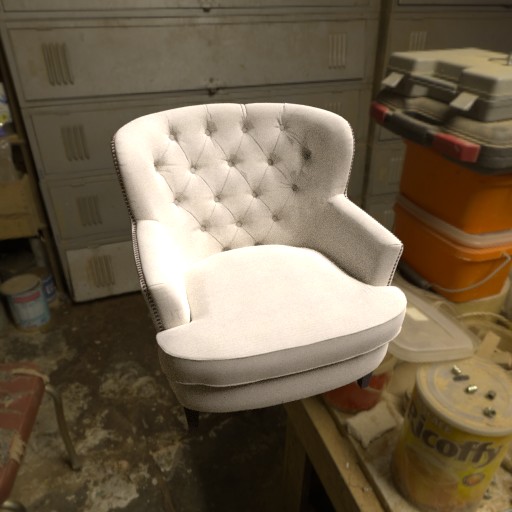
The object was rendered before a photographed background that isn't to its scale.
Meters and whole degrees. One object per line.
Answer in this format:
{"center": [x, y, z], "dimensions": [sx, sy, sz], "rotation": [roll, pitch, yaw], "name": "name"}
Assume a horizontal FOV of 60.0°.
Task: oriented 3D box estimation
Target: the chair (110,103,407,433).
{"center": [0.000, 0.000, 1.549], "dimensions": [0.848, 0.868, 0.906], "rotation": [-9, 32, -15], "name": "chair"}
